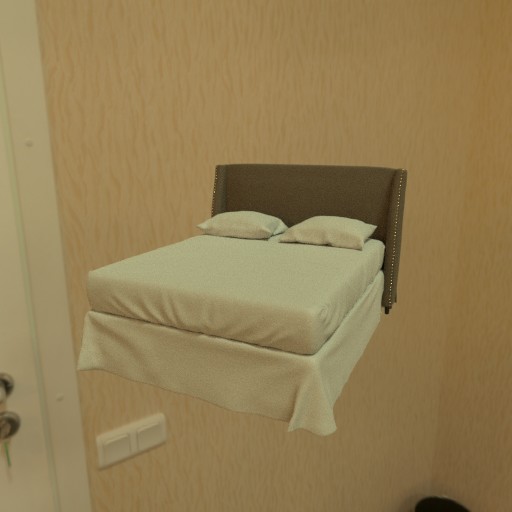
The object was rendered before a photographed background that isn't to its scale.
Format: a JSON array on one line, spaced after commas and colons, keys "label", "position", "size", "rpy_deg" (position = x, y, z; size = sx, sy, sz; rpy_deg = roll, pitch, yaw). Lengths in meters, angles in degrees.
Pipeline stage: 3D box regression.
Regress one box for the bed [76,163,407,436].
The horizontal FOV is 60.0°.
[{"label": "bed", "position": [0.000, 0.000, 3.516], "size": [1.925, 1.332, 2.276], "rpy_deg": [7, 16, 25]}]
